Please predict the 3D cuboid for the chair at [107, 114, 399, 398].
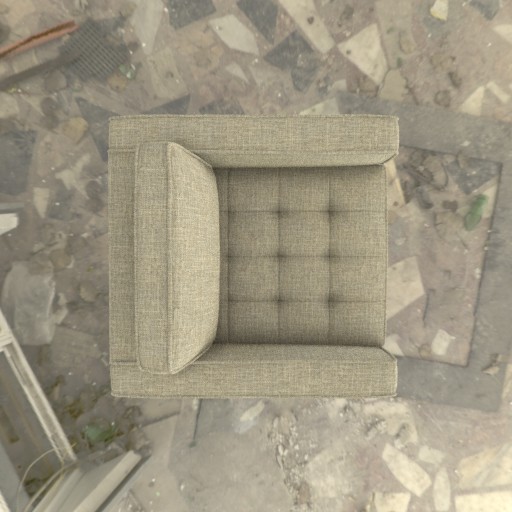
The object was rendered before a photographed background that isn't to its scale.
[{"bbox_3d":[0.000,0.000,1.556,0.914,0.765,0.889,0,91,0],"label":"chair"}]
